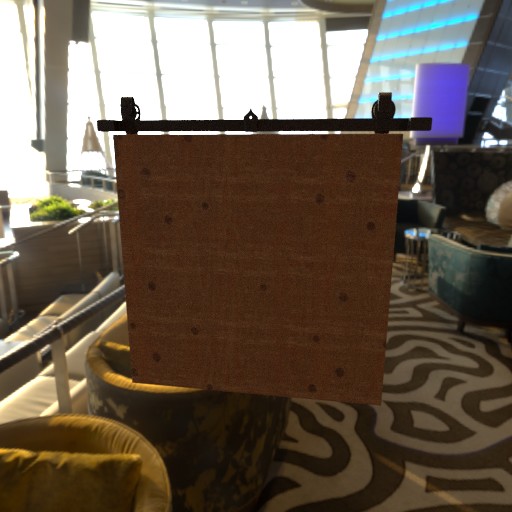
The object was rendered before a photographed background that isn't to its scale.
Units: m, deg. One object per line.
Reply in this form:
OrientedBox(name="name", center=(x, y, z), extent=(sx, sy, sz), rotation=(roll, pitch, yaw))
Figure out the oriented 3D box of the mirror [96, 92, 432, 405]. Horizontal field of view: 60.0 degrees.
OrientedBox(name="mirror", center=(0.000, 0.000, 1.162), extent=(0.805, 0.800, 0.054), rotation=(2, 15, 9))
